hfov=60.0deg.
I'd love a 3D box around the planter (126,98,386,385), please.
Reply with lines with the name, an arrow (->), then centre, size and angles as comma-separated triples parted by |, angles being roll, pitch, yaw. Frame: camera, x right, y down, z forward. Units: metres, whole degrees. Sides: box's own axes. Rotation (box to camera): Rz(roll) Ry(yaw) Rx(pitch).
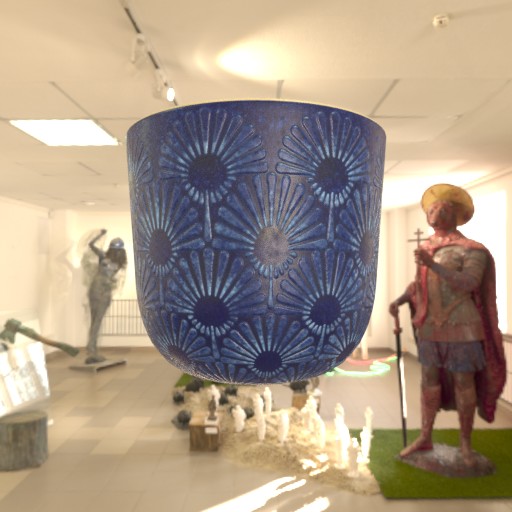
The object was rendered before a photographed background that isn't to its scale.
planter -> 0.000, 0.000, 0.299 | 0.170, 0.153, 0.170 | 0, -1, 0
